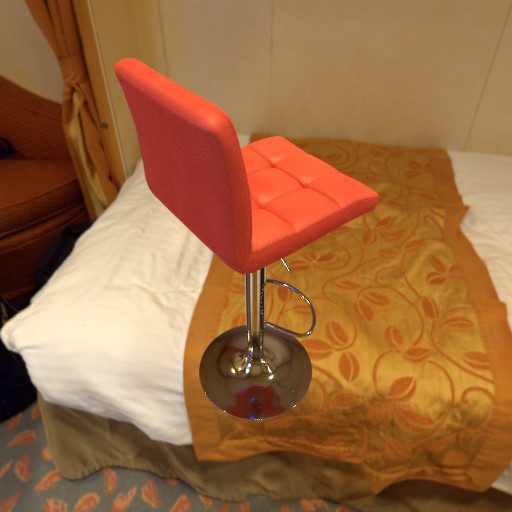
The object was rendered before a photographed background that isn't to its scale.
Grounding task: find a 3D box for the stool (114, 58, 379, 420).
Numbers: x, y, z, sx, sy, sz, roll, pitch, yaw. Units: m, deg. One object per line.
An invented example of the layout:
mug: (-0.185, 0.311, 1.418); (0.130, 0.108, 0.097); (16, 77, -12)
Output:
stool: (0.000, 0.000, 1.312); (0.505, 1.115, 0.430); (-26, 47, -27)
